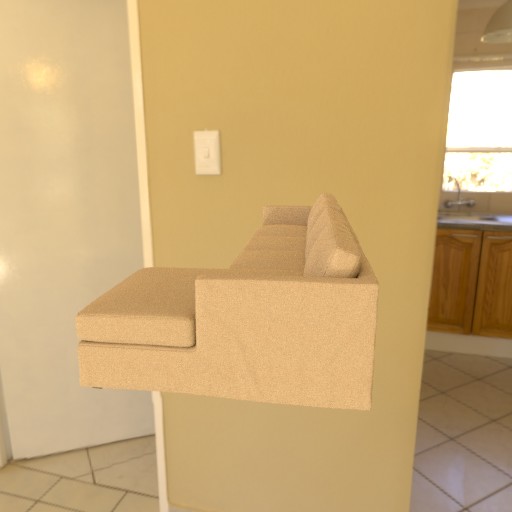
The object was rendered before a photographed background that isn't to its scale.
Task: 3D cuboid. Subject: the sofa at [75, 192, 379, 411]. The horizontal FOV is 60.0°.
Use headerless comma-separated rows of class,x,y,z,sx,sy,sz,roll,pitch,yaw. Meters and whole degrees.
sofa,0.000,0.000,3.818,1.622,0.867,3.177,2,13,7
